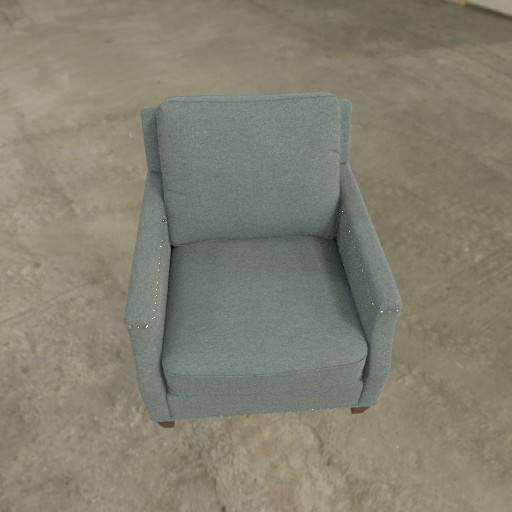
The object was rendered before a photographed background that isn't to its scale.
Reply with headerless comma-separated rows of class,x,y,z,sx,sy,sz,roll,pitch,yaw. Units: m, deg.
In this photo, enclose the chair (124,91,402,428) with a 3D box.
chair,0.000,0.000,1.770,0.885,1.031,1.031,-3,46,-3
